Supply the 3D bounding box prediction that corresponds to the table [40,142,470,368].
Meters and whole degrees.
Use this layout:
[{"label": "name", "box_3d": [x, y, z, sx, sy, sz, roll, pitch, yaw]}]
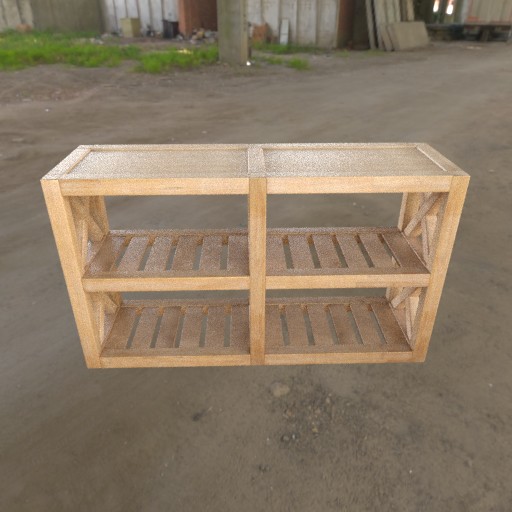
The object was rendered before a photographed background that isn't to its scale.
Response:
[{"label": "table", "box_3d": [0.000, 0.000, 1.698, 1.320, 0.762, 0.381, -1, 29, -1]}]
